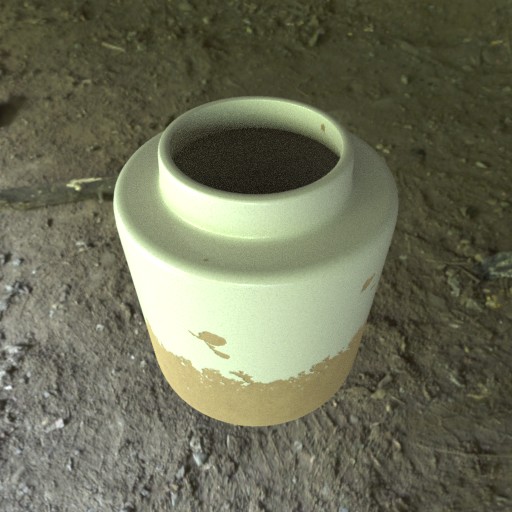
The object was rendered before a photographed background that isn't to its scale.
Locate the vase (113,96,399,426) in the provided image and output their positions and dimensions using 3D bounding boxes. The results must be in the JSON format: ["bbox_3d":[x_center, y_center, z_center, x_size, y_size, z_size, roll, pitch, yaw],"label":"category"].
[{"bbox_3d":[0.000,0.000,0.282,0.153,0.167,0.153,0,46,0],"label":"vase"}]
